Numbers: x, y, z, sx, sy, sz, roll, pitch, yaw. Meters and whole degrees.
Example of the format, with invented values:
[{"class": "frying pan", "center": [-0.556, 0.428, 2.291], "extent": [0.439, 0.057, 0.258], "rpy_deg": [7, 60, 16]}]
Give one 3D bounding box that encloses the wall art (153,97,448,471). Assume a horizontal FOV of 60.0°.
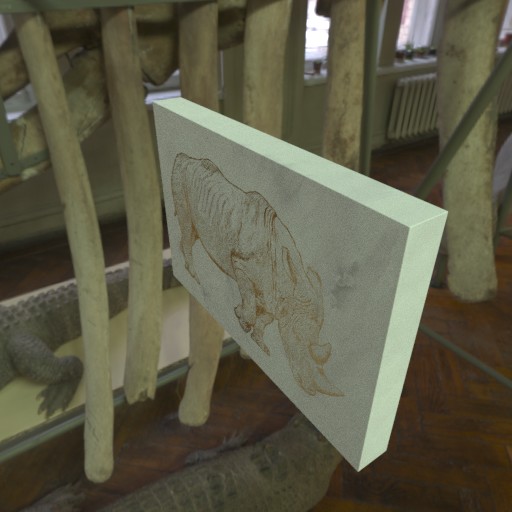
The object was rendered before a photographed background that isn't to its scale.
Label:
[{"class": "wall art", "center": [0.000, 0.000, 0.477], "extent": [0.038, 0.254, 0.381], "rpy_deg": [-20, 38, -29]}]
